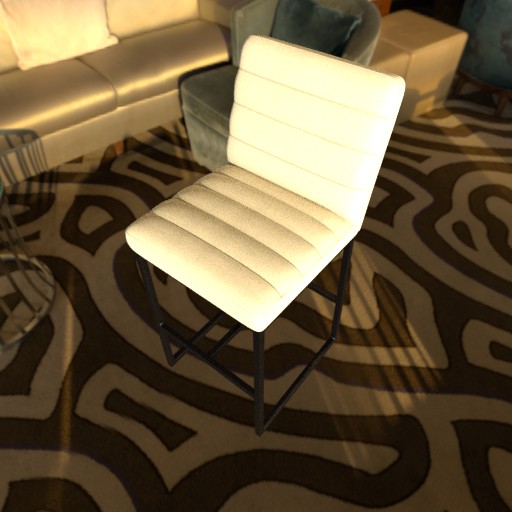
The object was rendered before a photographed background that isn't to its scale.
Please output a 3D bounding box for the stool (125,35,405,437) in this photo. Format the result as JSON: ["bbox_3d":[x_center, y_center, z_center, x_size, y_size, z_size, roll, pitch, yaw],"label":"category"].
[{"bbox_3d":[0.000,0.000,1.327,0.460,1.040,0.560,30,53,25],"label":"stool"}]
